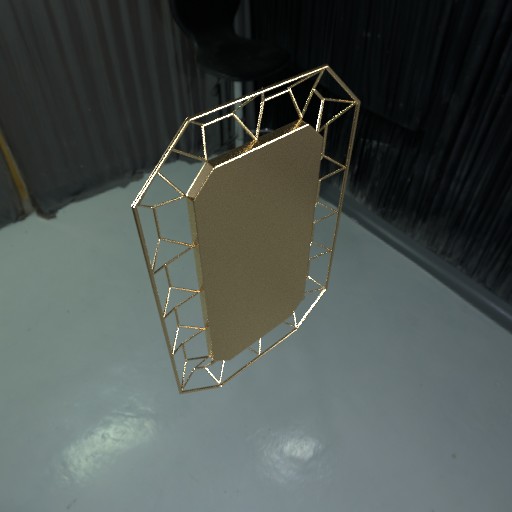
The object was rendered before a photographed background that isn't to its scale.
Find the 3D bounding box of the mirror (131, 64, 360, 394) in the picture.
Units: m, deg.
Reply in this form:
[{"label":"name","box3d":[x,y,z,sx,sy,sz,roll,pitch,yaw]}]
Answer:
[{"label":"mirror","box3d":[0.000,0.000,1.095,0.572,0.870,0.051,-31,53,-27]}]
